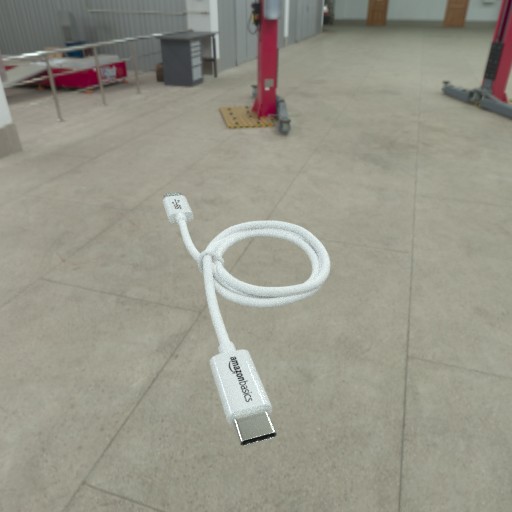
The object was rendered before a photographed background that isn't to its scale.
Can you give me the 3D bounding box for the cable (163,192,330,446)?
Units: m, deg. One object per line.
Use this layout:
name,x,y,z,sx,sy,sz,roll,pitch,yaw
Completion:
cable,0.000,0.000,0.209,0.070,0.014,0.186,-9,32,-15
